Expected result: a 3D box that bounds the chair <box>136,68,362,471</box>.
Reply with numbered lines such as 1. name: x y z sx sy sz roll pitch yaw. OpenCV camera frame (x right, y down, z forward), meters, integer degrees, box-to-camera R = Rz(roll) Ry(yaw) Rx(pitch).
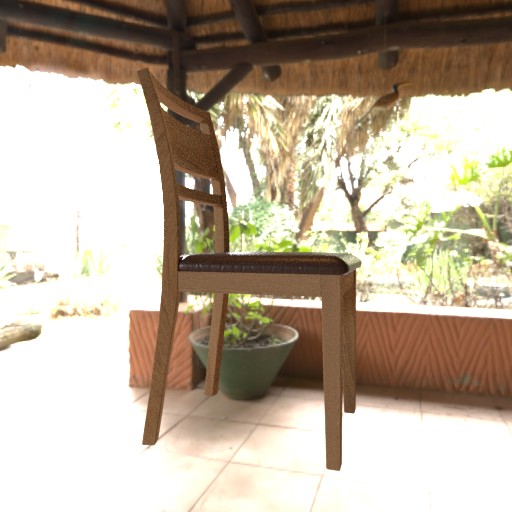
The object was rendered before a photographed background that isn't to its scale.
1. chair: 0.000 0.000 1.226 0.545 0.940 0.420 0 1 18
